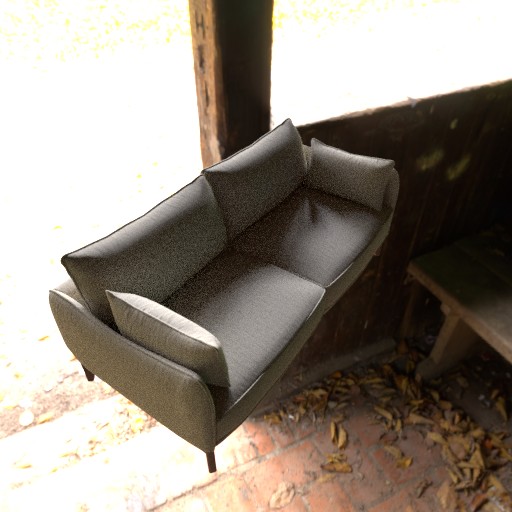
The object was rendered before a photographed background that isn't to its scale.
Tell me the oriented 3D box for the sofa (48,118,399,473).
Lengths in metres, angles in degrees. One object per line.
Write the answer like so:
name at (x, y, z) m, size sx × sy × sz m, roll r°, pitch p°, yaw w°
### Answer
sofa at (0.000, 0.000, 2.510) m, size 0.991 × 0.860 × 1.989 m, roll 24°, pitch 46°, yaw 26°
